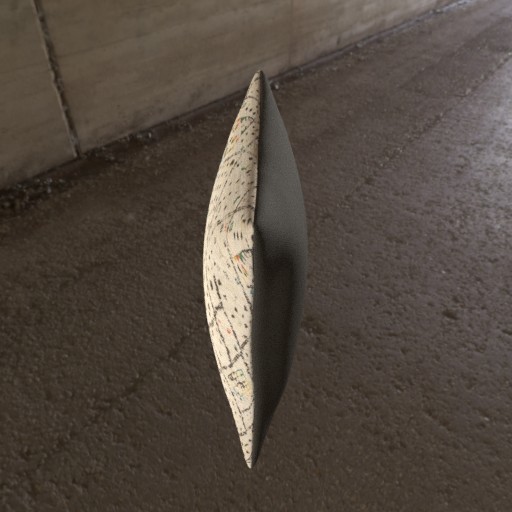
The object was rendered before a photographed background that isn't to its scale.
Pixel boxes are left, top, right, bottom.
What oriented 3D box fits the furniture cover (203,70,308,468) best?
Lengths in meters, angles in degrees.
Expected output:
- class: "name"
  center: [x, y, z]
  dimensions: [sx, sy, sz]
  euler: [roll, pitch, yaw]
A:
- class: "furniture cover"
  center: [0.000, 0.000, 0.789]
  dimensions: [0.180, 0.498, 0.525]
  euler: [1, 40, 1]
